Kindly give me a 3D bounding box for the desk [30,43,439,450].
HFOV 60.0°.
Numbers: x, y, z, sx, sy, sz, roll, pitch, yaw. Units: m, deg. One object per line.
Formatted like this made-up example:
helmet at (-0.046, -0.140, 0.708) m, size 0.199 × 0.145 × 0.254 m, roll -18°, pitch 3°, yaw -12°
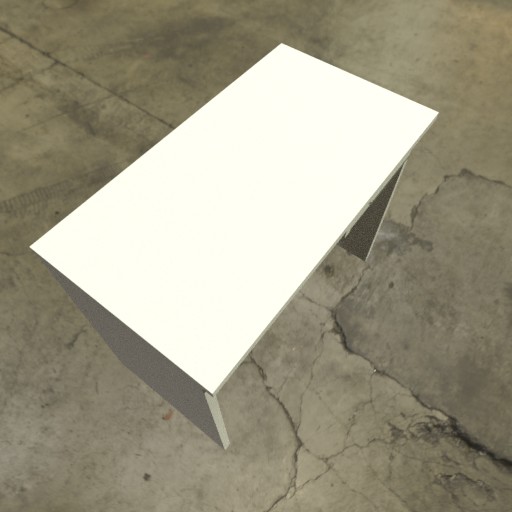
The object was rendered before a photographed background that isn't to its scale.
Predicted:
desk at (0.000, 0.000, 1.338) m, size 0.498 × 0.729 × 0.900 m, roll 33°, pitch 63°, yaw 19°
